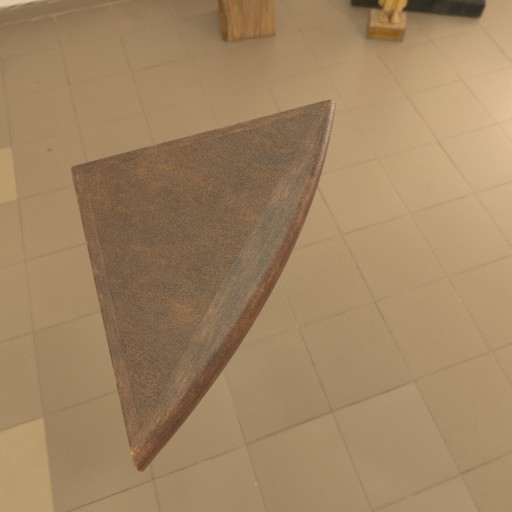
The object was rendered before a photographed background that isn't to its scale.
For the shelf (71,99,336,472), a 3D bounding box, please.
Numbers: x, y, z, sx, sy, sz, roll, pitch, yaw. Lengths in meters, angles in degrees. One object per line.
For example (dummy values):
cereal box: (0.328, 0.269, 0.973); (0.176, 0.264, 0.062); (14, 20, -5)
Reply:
shelf: (0.000, 0.000, 0.450); (0.310, 0.050, 0.310); (-17, 64, -9)
